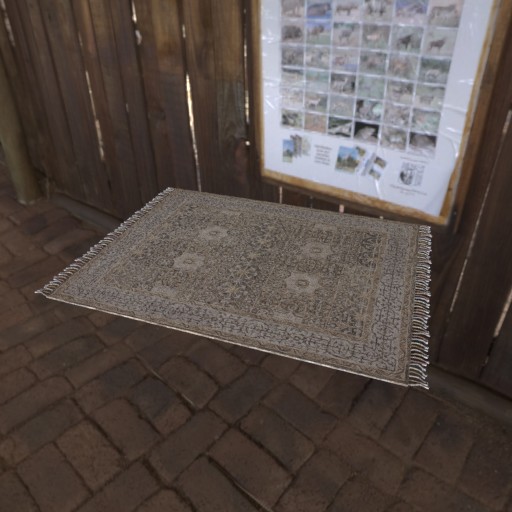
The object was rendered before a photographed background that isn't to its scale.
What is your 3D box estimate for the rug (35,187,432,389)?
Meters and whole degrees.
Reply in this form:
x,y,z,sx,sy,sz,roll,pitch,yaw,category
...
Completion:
x,y,z,sx,sy,sz,roll,pitch,yaw,category
0.000,0.000,4.394,3.291,0.017,2.431,11,34,16,rug
